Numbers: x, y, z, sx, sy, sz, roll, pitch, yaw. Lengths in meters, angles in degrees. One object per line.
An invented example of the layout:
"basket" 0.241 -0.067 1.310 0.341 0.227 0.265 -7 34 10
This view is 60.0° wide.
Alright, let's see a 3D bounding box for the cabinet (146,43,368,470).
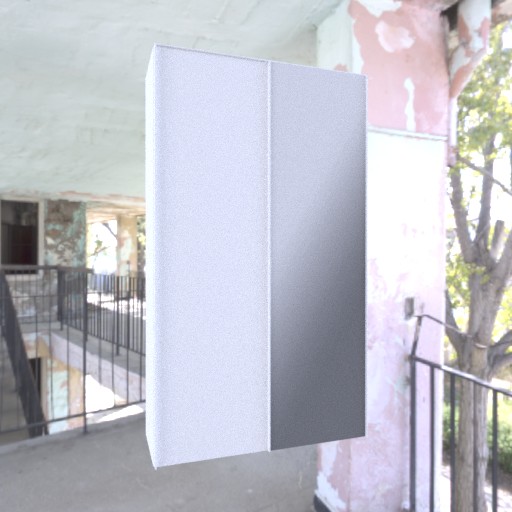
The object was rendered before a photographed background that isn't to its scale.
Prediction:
"cabinet" 0.000 0.000 2.662 1.250 2.160 0.480 0 0 -19
